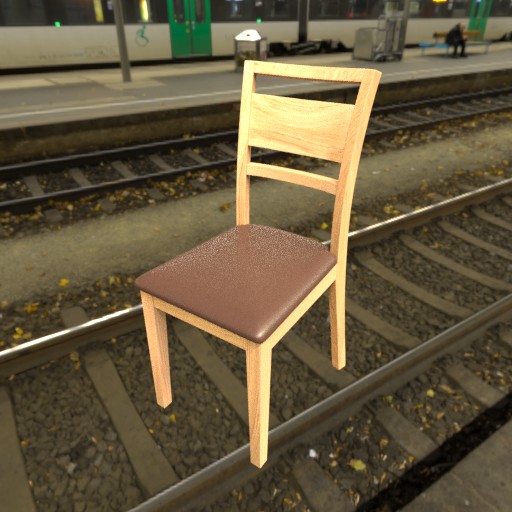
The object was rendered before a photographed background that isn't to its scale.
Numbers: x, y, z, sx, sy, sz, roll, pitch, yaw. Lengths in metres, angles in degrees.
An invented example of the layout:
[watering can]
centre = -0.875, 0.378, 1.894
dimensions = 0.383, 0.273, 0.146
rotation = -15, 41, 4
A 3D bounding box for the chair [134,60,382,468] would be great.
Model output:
[chair]
centre = 0.000, 0.000, 1.227
dimensions = 0.420, 0.940, 0.545
rotation = 19, 34, 30
